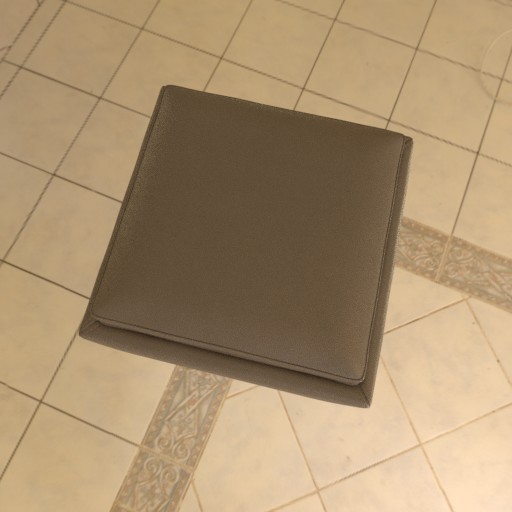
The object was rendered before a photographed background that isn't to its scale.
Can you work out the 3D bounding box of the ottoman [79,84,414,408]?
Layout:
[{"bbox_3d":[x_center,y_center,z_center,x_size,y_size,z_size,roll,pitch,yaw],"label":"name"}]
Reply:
[{"bbox_3d":[0.000,0.000,0.834,0.451,0.460,0.450,13,75,3],"label":"ottoman"}]
